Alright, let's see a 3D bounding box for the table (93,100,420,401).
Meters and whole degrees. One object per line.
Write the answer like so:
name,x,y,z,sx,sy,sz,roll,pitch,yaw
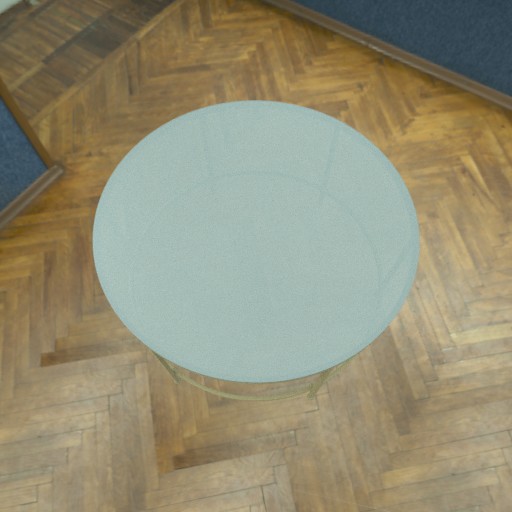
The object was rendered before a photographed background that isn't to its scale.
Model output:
table,0.000,0.000,1.462,0.914,0.470,0.914,0,63,0
